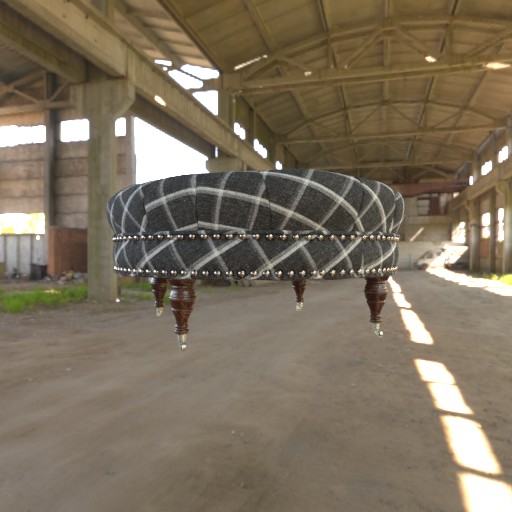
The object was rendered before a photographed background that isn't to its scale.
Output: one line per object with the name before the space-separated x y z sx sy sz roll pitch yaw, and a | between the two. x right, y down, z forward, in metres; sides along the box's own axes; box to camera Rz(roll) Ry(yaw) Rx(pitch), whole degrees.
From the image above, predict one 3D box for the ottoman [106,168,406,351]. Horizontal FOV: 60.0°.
ottoman | 0.000 0.000 1.393 0.901 0.439 0.901 0 1 0
